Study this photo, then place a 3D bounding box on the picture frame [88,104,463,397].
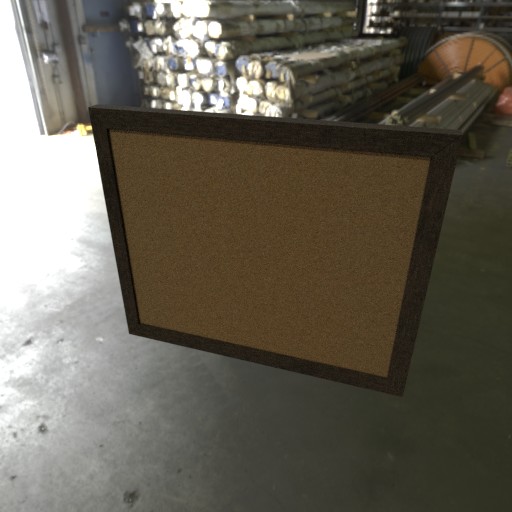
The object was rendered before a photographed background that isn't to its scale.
[{"bbox_3d":[0.000,0.000,0.745,0.546,0.455,0.026,9,31,16],"label":"picture frame"}]
